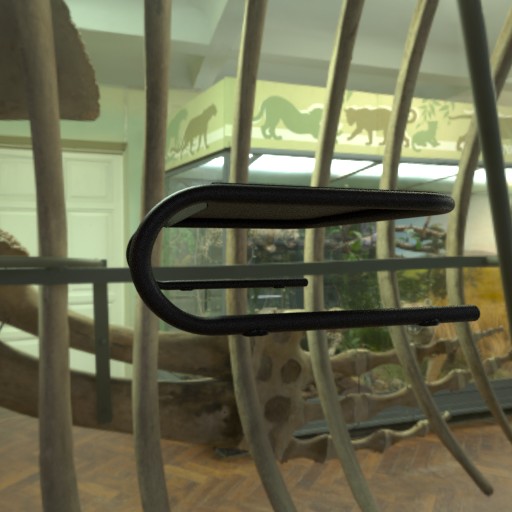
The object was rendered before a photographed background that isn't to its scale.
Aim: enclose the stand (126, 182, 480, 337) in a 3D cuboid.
[{"bbox_3d":[0.000,0.000,0.501,0.280,0.108,0.370,0,1,-17],"label":"stand"}]
